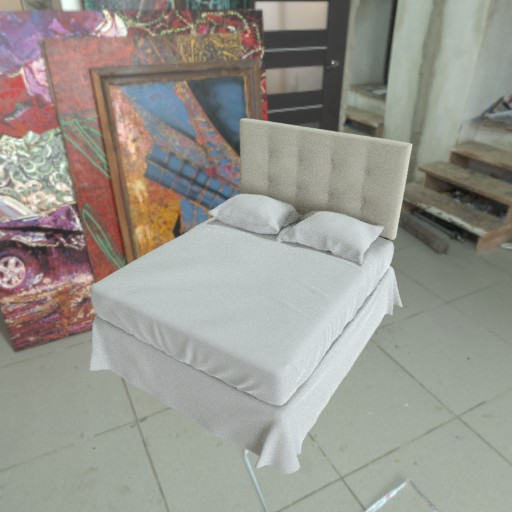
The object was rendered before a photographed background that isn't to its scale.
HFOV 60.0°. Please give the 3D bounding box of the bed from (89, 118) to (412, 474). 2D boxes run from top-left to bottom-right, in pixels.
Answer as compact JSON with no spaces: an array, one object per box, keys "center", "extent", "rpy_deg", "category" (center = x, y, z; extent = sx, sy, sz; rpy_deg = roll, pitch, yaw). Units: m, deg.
[{"center":[0.000,0.000,3.515],"extent":[1.936,1.577,2.222],"rpy_deg":[18,34,28],"category":"bed"}]
